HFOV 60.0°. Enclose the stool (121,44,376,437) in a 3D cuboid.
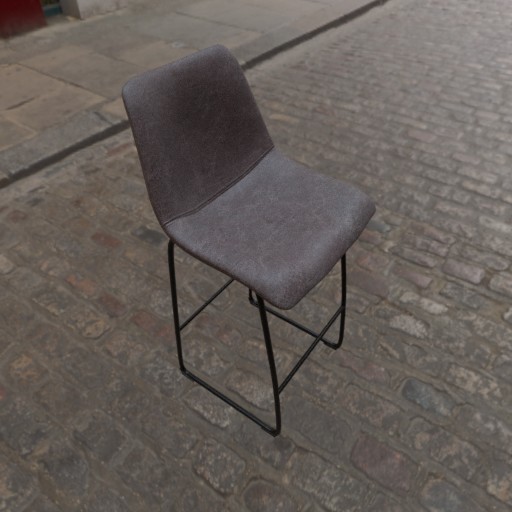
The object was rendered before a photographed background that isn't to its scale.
[{"bbox_3d":[0.000,0.000,1.388,0.561,1.082,0.514,26,48,25],"label":"stool"}]
